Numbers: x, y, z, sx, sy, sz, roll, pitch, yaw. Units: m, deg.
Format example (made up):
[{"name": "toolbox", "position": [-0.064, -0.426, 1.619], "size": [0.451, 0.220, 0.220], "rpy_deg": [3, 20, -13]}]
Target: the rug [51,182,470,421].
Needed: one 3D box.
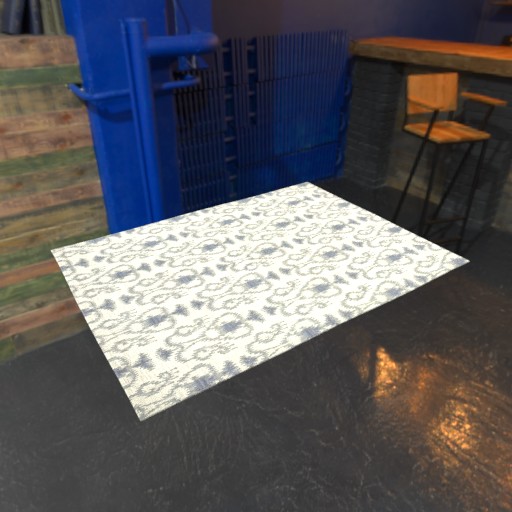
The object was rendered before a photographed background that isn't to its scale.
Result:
[{"name": "rug", "position": [0.000, 0.000, 2.955], "size": [2.261, 0.013, 1.676], "rpy_deg": [-19, 36, -28]}]
